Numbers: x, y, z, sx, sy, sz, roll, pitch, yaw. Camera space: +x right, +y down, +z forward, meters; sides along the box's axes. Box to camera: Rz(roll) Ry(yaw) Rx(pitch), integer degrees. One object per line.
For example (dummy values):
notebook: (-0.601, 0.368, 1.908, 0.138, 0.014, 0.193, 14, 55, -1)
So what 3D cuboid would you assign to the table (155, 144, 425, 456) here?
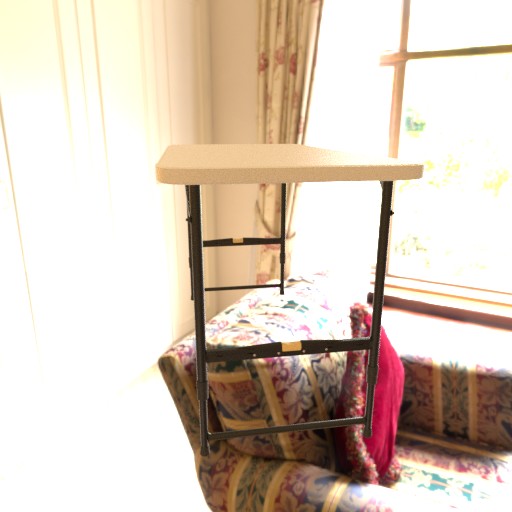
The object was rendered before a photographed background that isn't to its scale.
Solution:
table: (0.000, 0.000, 1.595, 0.610, 0.737, 1.219, -3, 17, -9)
